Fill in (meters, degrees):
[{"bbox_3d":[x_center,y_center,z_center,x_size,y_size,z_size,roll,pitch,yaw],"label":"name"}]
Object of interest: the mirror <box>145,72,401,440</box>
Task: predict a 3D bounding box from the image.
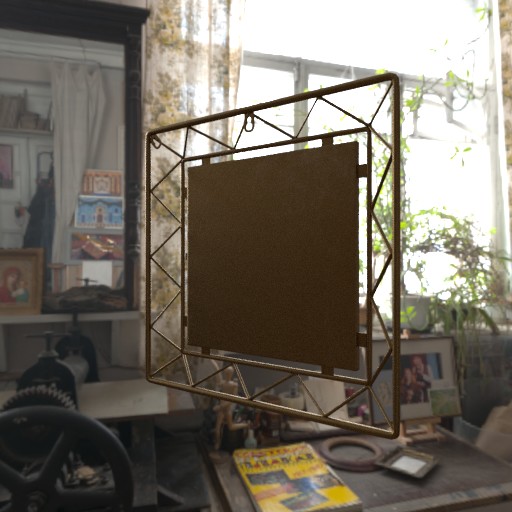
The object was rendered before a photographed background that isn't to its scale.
[{"bbox_3d":[0.000,0.000,0.626,0.416,0.414,0.046,0,0,35],"label":"mirror"}]
